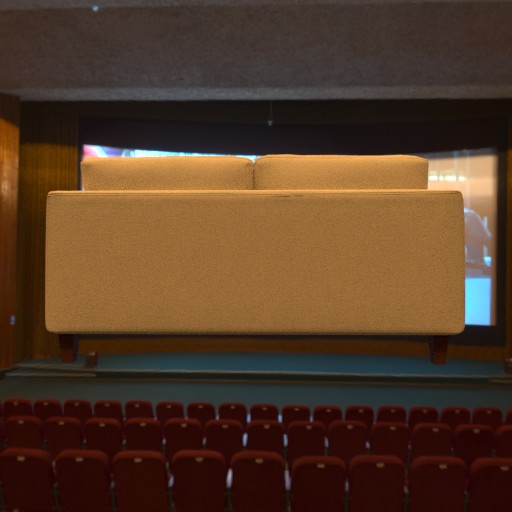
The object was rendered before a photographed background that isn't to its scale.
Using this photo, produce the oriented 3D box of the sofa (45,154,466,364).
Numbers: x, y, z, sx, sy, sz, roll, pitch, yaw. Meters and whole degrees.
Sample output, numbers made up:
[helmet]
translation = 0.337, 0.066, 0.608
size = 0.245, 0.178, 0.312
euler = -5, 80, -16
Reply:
[sofa]
translation = 0.000, 0.000, 2.231
size = 1.702, 0.888, 0.964
euler = 0, -2, 2
